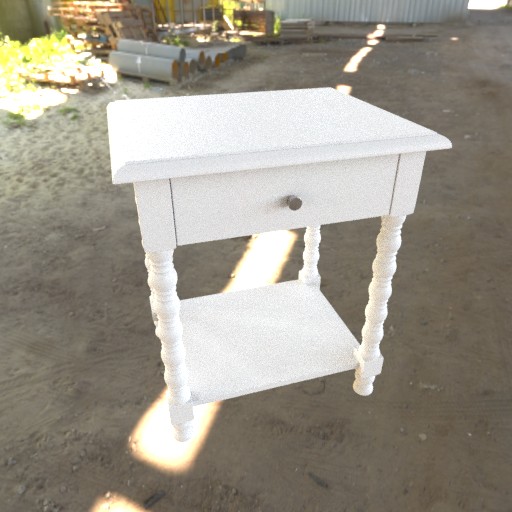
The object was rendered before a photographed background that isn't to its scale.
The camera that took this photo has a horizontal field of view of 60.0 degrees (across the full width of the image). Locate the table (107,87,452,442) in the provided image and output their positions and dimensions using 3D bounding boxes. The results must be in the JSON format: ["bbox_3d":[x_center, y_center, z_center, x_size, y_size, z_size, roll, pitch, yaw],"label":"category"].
[{"bbox_3d":[0.000,0.000,0.849,0.460,0.531,0.381,-9,32,-15],"label":"table"}]
